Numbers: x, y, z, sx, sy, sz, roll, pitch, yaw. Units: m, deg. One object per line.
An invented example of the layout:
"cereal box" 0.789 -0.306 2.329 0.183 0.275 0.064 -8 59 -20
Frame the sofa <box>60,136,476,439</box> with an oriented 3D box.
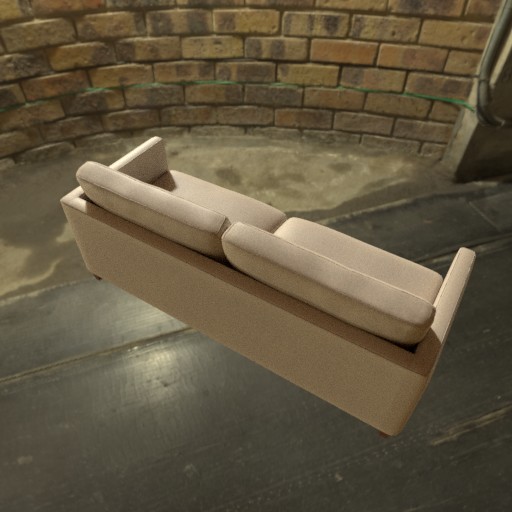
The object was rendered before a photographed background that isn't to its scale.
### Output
"sofa" 0.000 0.000 2.811 2.361 0.968 0.951 24 50 22
